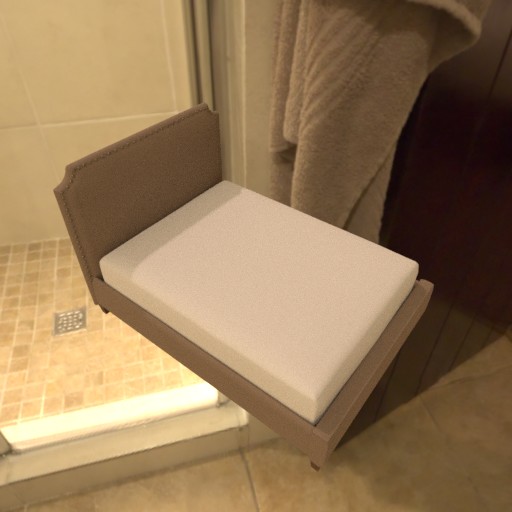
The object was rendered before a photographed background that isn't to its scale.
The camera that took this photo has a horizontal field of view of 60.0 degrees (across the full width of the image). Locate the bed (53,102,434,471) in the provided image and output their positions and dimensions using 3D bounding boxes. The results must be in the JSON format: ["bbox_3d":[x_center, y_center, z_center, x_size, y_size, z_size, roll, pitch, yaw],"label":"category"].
[{"bbox_3d":[0.000,0.000,3.475,2.372,1.443,1.713,27,48,28],"label":"bed"}]
